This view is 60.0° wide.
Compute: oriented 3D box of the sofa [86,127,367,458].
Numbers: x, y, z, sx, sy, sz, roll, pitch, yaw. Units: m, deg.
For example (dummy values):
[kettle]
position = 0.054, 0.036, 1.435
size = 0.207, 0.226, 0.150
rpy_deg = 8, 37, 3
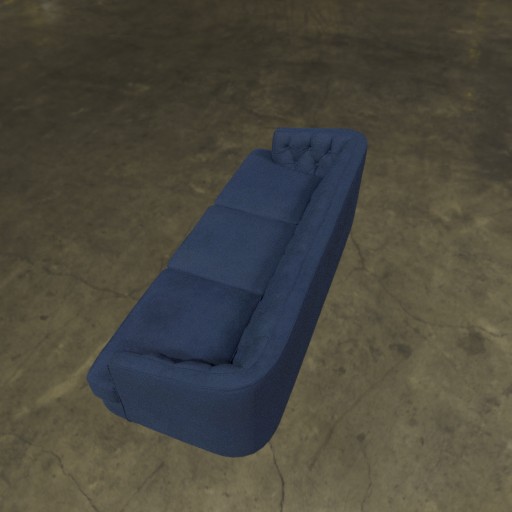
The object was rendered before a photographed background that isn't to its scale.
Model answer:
[sofa]
position = 0.000, 0.000, 2.786
size = 0.941, 0.855, 2.278
rpy_deg = 15, 47, 15
